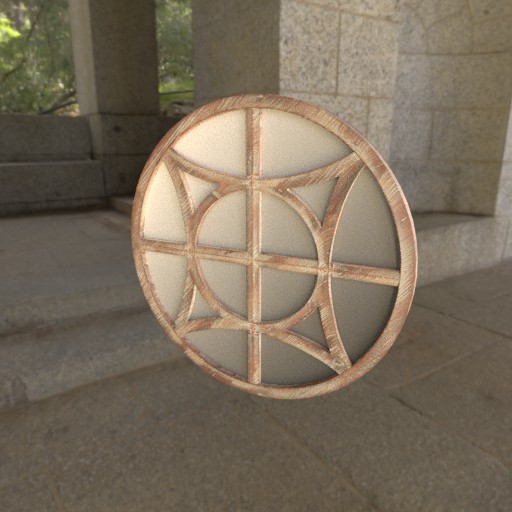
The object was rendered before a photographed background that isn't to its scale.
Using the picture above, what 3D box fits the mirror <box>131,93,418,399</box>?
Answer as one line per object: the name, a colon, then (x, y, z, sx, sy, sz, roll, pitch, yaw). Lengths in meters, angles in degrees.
mirror: (0.000, 0.000, 1.034, 0.710, 0.710, 0.038, 7, 17, 25)
